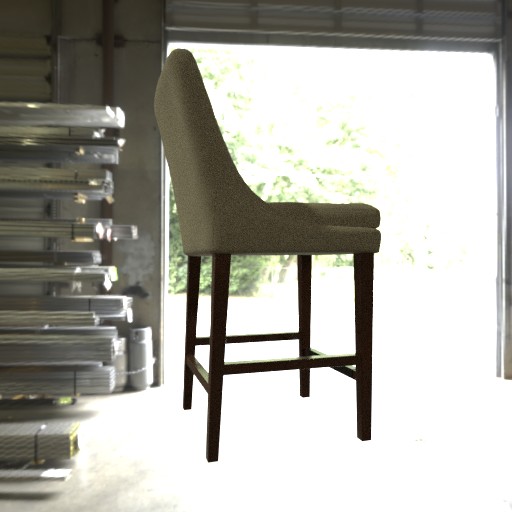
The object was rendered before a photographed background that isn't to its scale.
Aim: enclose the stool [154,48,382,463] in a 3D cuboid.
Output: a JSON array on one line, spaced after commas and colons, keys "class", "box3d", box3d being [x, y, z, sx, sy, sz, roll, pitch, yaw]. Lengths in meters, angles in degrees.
[{"class": "stool", "box3d": [0.000, 0.000, 1.302, 0.577, 0.981, 0.470, 0, -1, -18]}]
